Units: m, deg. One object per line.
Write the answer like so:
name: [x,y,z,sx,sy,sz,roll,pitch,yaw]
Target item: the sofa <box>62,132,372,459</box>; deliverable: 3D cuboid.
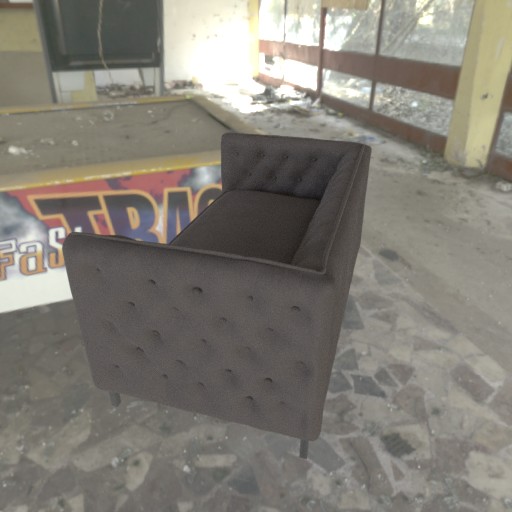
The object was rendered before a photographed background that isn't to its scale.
sofa: [0.000,0.000,2.132,0.909,0.810,1.583,8,30,15]
